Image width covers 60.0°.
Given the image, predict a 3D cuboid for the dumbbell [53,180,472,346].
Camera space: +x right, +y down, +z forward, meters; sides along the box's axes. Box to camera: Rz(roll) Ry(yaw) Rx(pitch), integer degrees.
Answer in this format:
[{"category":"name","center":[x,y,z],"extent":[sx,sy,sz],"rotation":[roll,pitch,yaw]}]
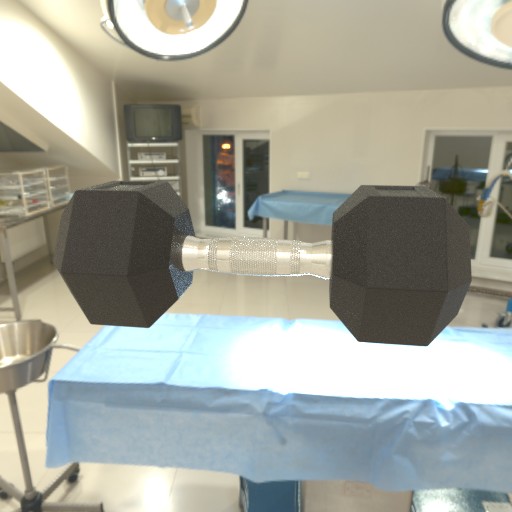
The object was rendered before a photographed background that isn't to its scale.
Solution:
[{"category":"dumbbell","center":[0.000,0.000,0.367],"extent":[0.315,0.113,0.129],"rotation":[2,16,8]}]
